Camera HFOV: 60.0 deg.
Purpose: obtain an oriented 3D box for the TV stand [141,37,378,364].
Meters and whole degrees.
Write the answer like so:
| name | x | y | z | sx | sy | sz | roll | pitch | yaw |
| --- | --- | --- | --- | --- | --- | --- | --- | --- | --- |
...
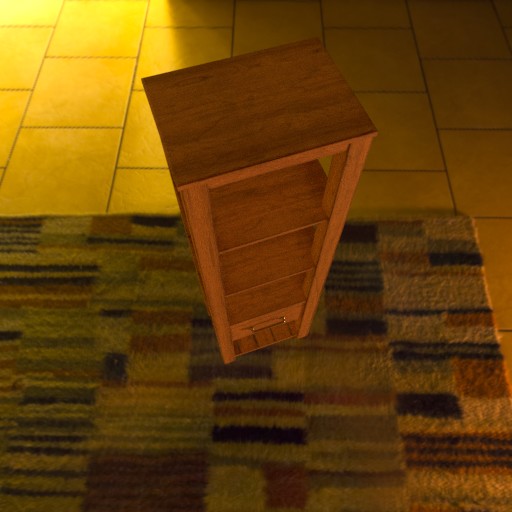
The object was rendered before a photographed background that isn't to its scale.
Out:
| name | x | y | z | sx | sy | sz | roll | pitch | yaw |
| --- | --- | --- | --- | --- | --- | --- | --- | --- | --- |
| TV stand | 0.000 | 0.000 | 2.056 | 0.565 | 1.828 | 0.435 | -17 | 64 | -9 |
